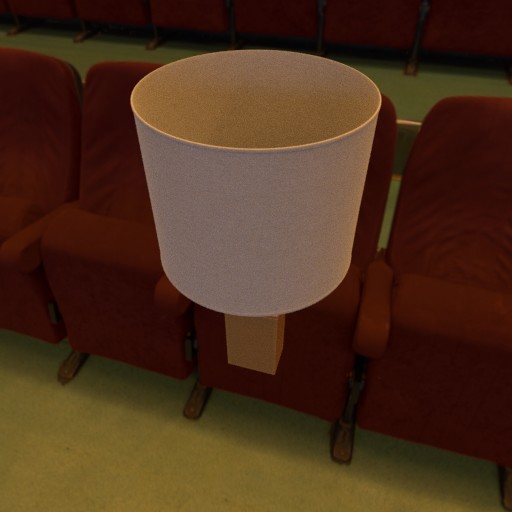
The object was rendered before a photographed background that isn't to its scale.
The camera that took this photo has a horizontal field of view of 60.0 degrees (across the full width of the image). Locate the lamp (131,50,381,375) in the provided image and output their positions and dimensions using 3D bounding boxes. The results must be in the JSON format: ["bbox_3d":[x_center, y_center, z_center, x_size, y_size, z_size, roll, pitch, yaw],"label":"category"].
[{"bbox_3d":[0.000,0.000,0.552,0.229,0.417,0.229,11,43,12],"label":"lamp"}]
